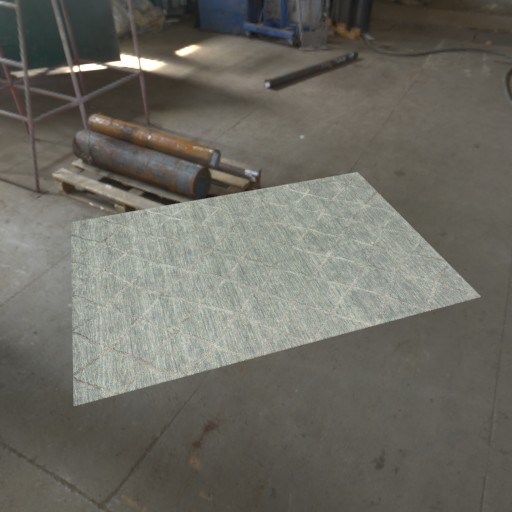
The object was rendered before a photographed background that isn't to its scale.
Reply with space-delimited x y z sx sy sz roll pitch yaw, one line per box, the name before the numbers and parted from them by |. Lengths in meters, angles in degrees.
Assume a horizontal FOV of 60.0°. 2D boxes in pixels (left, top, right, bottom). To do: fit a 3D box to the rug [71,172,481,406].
rug | 0.000 0.000 2.885 2.283 0.006 1.521 -12 42 -14
